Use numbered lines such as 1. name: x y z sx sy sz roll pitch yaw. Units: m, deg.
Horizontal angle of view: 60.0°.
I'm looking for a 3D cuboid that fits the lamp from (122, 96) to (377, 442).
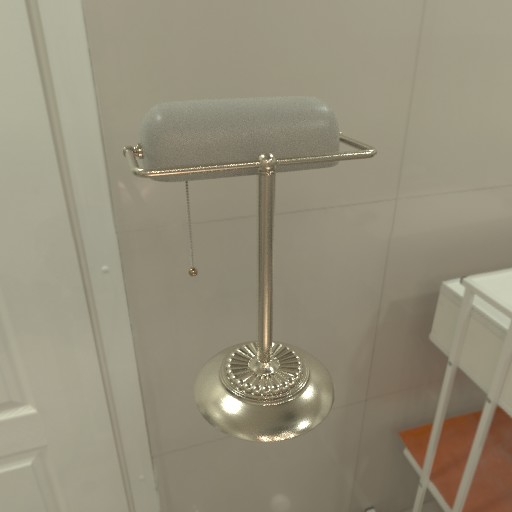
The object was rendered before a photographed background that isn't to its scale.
1. lamp: 0.000 0.000 0.518 0.264 0.339 0.243 -9 28 -17
